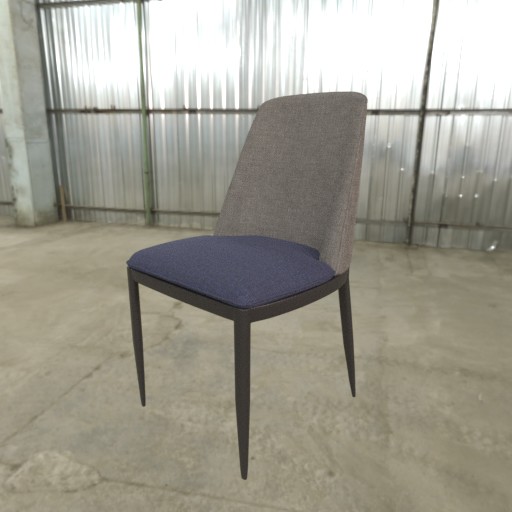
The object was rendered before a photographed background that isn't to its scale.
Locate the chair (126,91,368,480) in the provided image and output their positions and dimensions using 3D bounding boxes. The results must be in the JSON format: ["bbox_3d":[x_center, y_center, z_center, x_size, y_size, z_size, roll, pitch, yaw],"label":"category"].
[{"bbox_3d":[0.000,0.000,1.189,0.488,0.855,0.550,14,21,41],"label":"chair"}]
